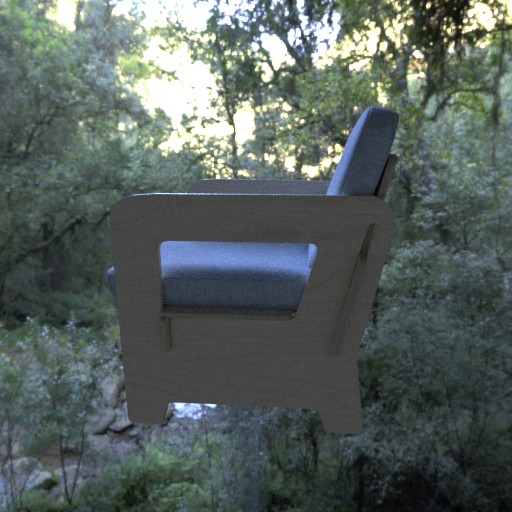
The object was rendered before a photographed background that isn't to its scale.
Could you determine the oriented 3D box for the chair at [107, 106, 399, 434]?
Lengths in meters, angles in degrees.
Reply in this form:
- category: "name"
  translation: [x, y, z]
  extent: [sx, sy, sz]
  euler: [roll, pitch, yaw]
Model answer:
- category: "chair"
  translation: [0.000, 0.000, 1.285]
  extent: [0.710, 0.800, 0.590]
  euler: [2, 14, 10]
